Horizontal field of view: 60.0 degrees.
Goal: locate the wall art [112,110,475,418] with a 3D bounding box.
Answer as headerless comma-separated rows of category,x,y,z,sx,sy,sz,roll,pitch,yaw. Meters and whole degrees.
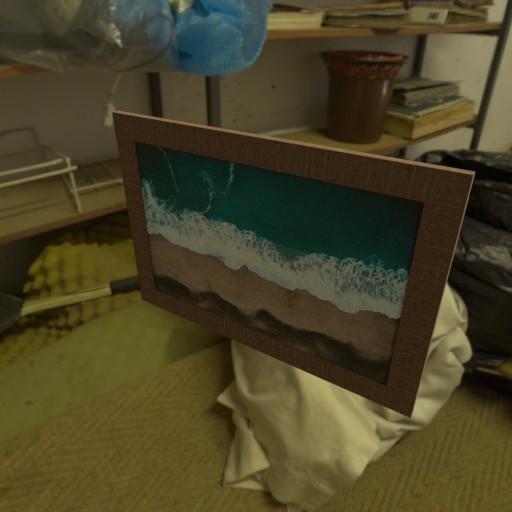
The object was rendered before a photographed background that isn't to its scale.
wall art,0.000,0.000,1.154,0.917,0.626,0.019,18,35,28
